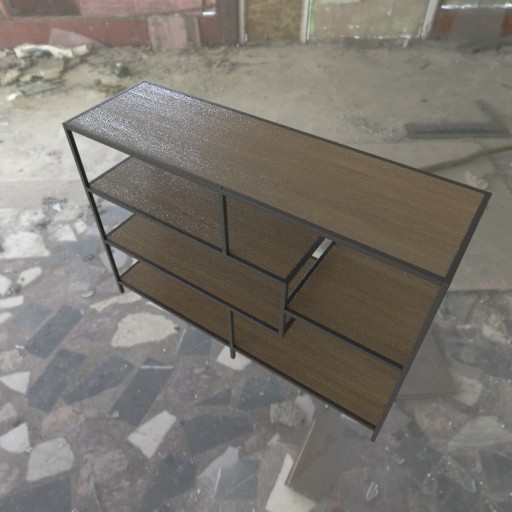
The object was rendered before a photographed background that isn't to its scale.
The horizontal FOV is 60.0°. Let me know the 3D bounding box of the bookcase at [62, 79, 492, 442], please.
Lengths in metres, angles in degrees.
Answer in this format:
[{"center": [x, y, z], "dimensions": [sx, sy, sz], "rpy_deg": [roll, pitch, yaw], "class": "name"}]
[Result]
[{"center": [0.000, 0.000, 1.467], "dimensions": [1.140, 0.780, 0.350], "rpy_deg": [25, 51, 23], "class": "bookcase"}]
